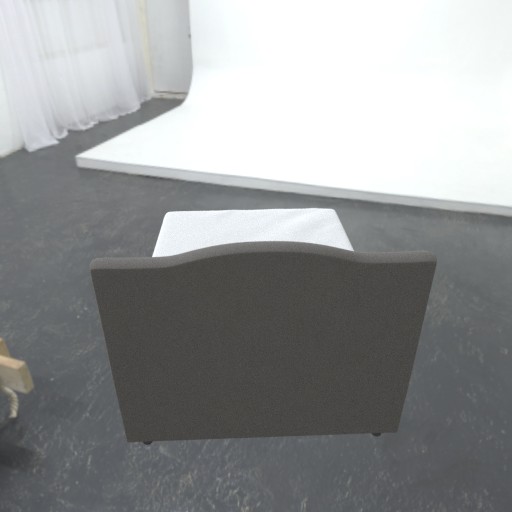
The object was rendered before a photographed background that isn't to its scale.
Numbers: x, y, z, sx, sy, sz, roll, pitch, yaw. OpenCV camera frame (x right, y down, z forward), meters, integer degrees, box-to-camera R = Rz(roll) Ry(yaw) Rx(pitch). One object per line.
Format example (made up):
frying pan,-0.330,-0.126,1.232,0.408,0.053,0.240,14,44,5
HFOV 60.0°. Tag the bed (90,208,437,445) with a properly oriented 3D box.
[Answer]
bed,0.000,0.000,3.433,1.821,1.436,2.282,-1,31,-2
